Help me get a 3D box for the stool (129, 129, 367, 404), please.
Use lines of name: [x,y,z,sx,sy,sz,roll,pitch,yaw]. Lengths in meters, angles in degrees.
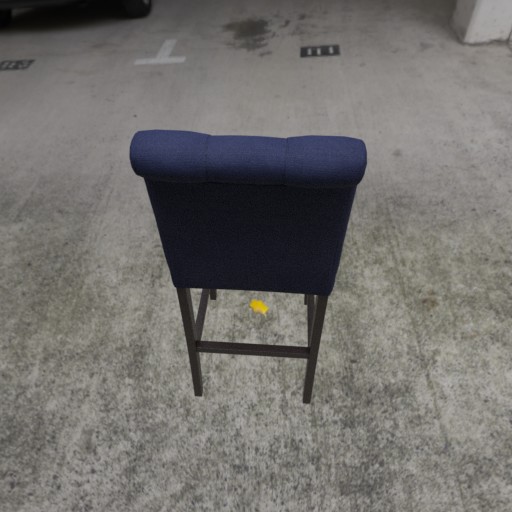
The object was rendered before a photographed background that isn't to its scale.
stool: [0.000,0.000,1.428,0.493,1.140,0.601,3,46,3]
